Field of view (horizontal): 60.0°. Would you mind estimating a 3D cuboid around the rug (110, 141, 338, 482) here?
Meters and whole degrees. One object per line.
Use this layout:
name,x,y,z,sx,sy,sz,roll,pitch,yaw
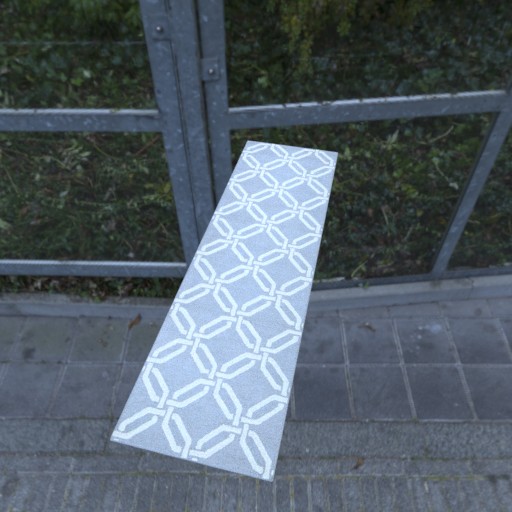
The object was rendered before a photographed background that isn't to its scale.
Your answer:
rug,0.000,0.000,2.504,0.678,0.014,2.276,10,47,9
